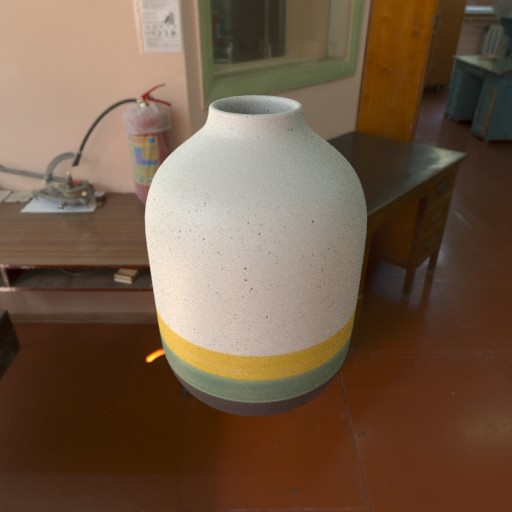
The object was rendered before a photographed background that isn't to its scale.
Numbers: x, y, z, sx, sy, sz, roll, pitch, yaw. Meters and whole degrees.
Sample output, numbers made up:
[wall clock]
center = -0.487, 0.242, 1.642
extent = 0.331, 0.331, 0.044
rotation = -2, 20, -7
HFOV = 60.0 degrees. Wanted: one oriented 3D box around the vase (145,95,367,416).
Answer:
[vase]
center = 0.000, 0.000, 0.363
extent = 0.169, 0.240, 0.169
rotation = 0, 31, 0
